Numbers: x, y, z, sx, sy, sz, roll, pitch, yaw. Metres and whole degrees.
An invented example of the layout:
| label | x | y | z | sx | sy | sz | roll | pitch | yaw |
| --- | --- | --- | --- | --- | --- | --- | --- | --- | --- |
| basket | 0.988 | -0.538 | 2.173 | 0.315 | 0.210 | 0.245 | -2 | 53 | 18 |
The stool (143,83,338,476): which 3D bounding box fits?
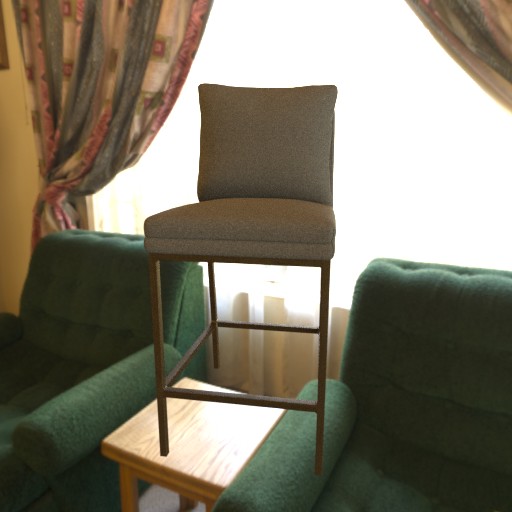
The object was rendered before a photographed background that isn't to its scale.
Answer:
| label | x | y | z | sx | sy | sz | roll | pitch | yaw |
| --- | --- | --- | --- | --- | --- | --- | --- | --- | --- |
| stool | 0.000 | 0.000 | 1.325 | 0.463 | 1.030 | 0.569 | 2 | 14 | 10 |
